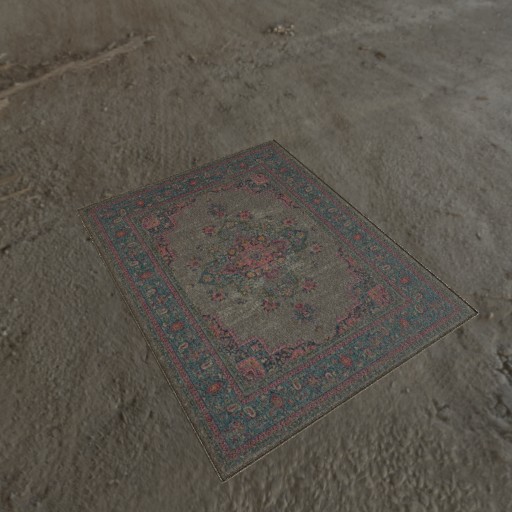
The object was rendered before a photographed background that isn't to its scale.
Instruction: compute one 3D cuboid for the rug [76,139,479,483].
[{"bbox_3d":[0.000,0.000,4.083,2.434,0.013,3.057,-25,52,-21],"label":"rug"}]
